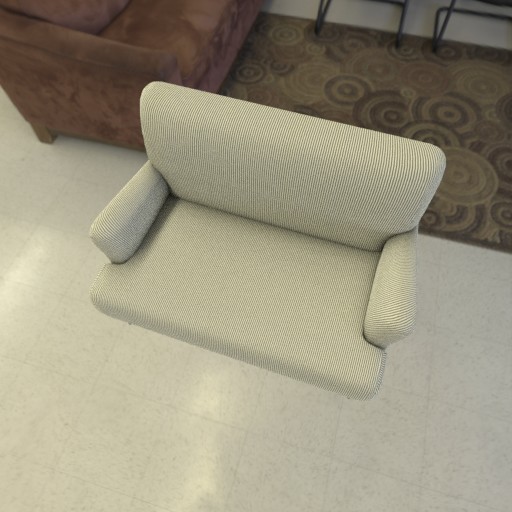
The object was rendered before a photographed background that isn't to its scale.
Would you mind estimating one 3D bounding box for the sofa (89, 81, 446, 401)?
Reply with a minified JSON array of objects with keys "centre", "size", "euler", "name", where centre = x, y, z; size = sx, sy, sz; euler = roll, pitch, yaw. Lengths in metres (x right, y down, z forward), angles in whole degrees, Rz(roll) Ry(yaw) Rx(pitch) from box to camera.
[{"centre":[0.000,0.000,1.833],"size":[1.297,0.889,0.779],"euler":[16,60,10],"name":"sofa"}]
